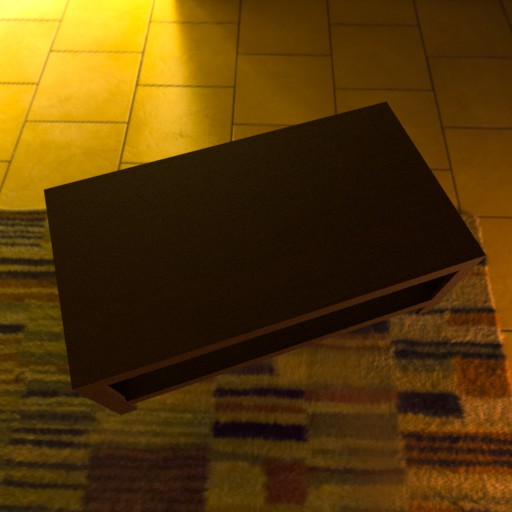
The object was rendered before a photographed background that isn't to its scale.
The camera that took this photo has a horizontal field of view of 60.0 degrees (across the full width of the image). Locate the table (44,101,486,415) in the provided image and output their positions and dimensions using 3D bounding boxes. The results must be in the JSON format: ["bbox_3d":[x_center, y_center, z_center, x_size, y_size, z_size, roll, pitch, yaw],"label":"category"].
[{"bbox_3d":[0.000,0.000,1.424,1.099,0.424,0.597,-17,64,-8],"label":"table"}]
